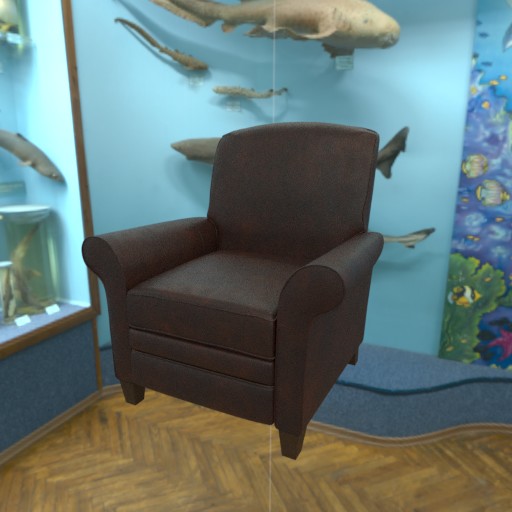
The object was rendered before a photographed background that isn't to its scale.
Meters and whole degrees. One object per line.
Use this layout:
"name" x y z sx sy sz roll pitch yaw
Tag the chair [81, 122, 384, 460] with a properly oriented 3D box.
"chair" 0.000 0.000 1.775 0.978 1.061 0.902 7 16 26
